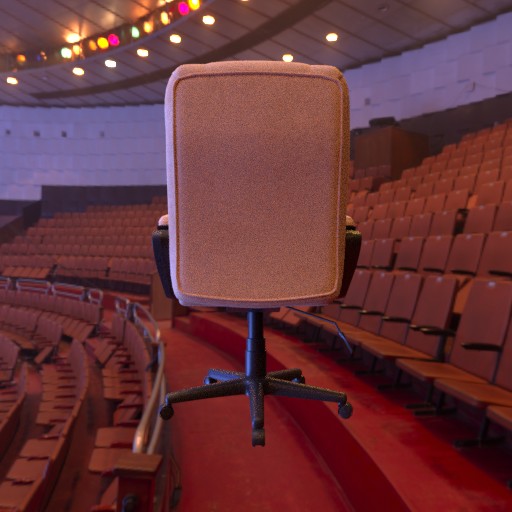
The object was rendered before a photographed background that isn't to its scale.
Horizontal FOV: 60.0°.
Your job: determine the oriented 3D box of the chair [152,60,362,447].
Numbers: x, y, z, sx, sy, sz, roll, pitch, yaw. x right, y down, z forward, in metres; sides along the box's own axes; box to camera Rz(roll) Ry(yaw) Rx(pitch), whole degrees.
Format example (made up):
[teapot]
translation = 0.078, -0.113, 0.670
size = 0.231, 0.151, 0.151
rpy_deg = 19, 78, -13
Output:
[chair]
translation = 0.000, 0.000, 1.570
size = 0.667, 1.105, 0.724
rpy_deg = 0, -1, -1
